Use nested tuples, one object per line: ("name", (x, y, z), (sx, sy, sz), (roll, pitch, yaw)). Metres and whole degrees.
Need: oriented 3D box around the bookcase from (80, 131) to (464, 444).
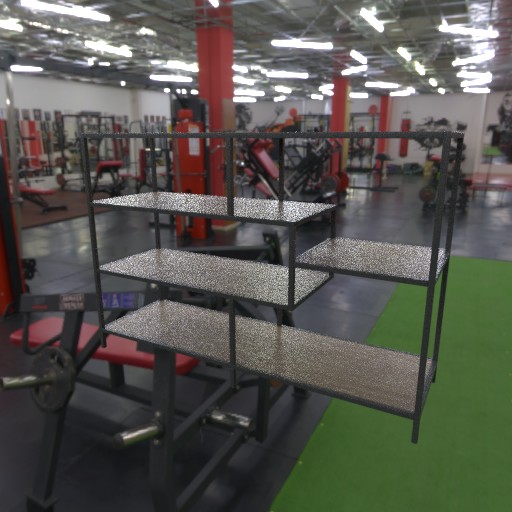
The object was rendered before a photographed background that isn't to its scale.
("bookcase", (0.000, 0.000, 1.457), (1.140, 0.780, 0.350), (8, 17, 28))
